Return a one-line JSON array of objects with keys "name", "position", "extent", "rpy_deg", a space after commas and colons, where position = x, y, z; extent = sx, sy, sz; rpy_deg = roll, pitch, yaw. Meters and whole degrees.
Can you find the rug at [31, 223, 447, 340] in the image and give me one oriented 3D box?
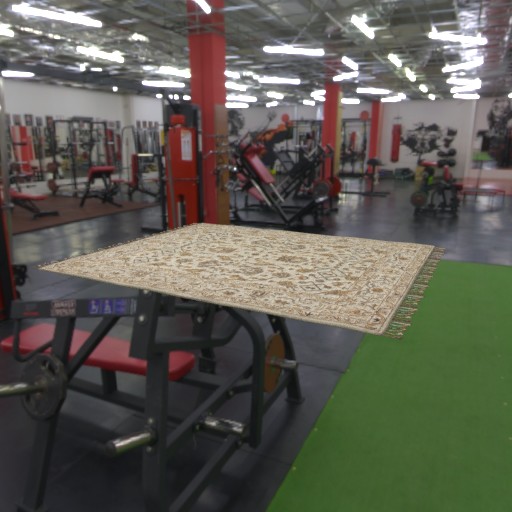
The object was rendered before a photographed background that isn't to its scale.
[{"name": "rug", "position": [0.000, 0.000, 4.097], "extent": [3.061, 0.034, 2.426], "rpy_deg": [7, 16, 27]}]
